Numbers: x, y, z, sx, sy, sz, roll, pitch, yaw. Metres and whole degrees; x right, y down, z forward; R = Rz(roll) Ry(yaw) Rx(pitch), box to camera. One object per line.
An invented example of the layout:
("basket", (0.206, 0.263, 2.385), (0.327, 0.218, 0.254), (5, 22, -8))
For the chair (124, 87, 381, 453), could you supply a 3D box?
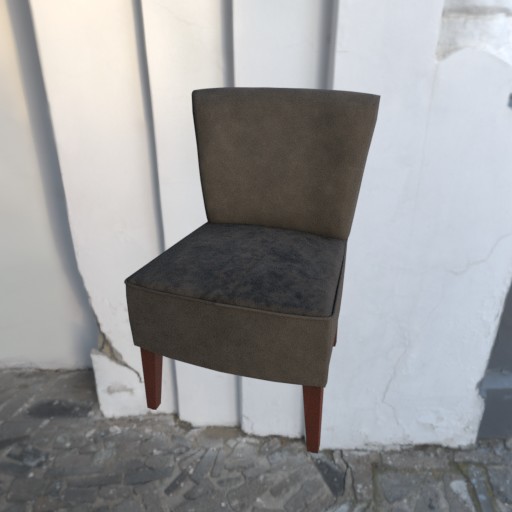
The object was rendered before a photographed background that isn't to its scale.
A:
("chair", (0.000, 0.000, 1.182), (0.521, 0.806, 0.554), (8, 27, 17))
